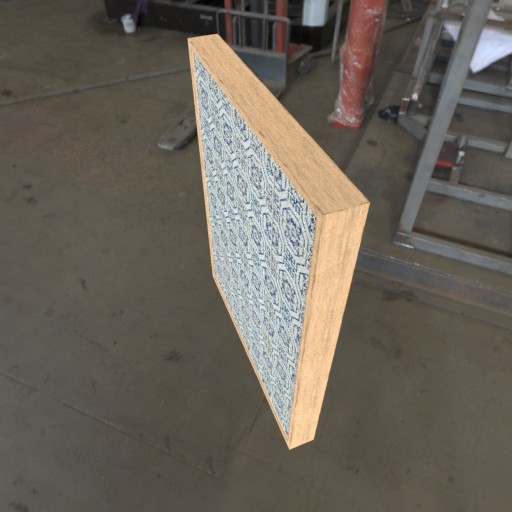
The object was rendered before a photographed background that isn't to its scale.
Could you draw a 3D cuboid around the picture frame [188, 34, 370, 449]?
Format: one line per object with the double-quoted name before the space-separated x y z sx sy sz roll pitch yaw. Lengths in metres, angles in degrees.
"picture frame" 0.000 0.000 0.705 0.046 0.526 0.421 -16 48 -15
